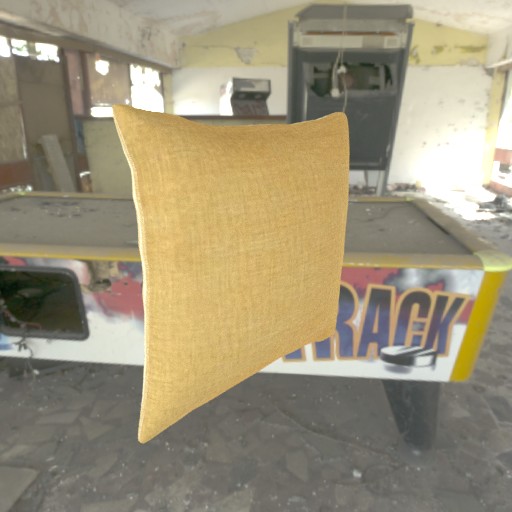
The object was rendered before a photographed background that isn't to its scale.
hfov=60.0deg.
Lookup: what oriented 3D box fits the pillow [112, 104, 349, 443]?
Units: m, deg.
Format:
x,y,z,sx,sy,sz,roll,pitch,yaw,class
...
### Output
x,y,z,sx,sy,sz,roll,pitch,yaw,class
0.000,0.000,0.645,0.173,0.407,0.419,16,23,42,pillow
